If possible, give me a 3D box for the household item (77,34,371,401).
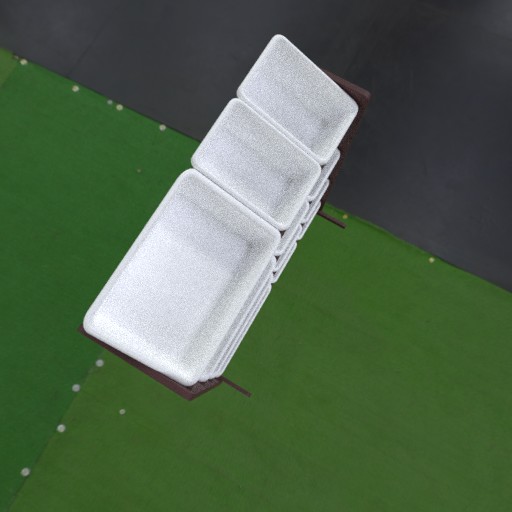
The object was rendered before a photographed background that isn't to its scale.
[{"bbox_3d":[0.000,0.000,1.297,0.389,0.864,0.787,30,78,7],"label":"household item"}]
